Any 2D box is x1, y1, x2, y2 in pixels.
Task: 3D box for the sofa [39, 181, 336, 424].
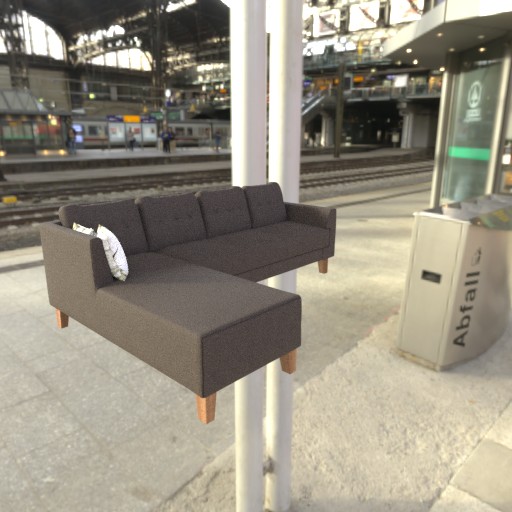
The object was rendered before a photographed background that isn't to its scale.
[{"bbox_3d":[0.000,0.000,3.607,1.829,0.932,2.679,14,20,41],"label":"sofa"}]
